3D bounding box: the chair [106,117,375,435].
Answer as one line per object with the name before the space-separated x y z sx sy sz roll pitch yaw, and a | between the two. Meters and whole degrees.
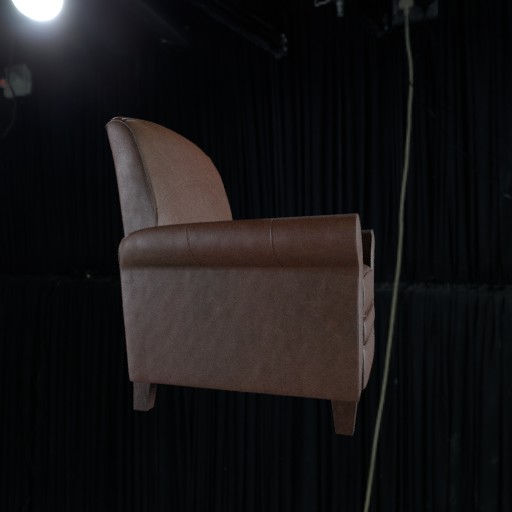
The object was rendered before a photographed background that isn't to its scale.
chair | 0.000 0.000 1.769 0.902 1.061 0.978 0 0 18
